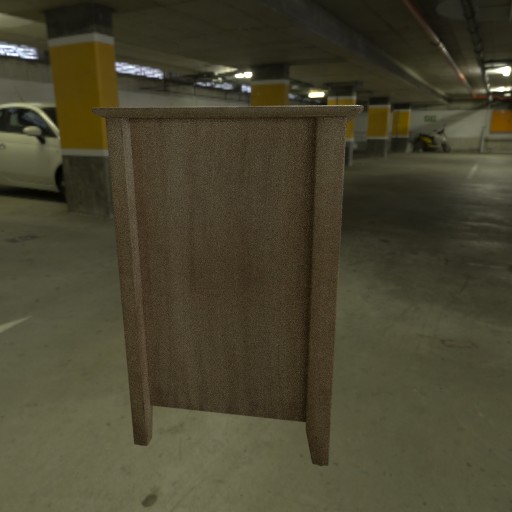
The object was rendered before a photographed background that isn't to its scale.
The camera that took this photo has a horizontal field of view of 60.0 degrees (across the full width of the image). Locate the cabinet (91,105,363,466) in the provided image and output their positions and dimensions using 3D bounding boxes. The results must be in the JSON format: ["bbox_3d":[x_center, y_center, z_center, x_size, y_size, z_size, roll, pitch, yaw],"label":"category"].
[{"bbox_3d":[0.000,0.000,1.250,0.503,0.762,0.763,3,16,10],"label":"cabinet"}]
